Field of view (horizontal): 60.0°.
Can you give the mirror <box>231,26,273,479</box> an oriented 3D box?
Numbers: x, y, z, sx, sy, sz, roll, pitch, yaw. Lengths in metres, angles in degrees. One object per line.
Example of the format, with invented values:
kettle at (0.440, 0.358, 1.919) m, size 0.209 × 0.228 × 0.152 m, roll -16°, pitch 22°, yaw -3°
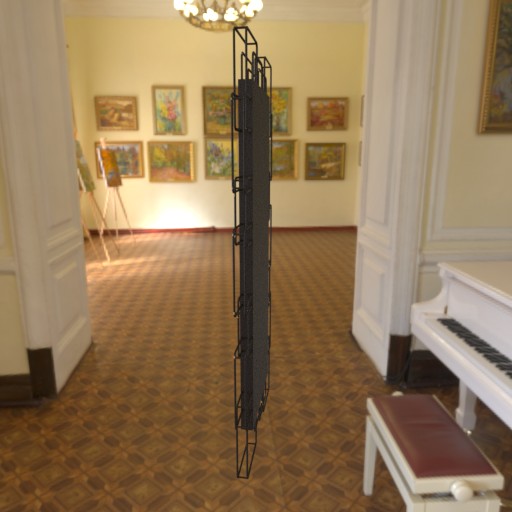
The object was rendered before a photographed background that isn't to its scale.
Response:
mirror at (0.000, 0.000, 1.381) m, size 0.037 × 1.192 × 0.565 m, roll 2°, pitch 13°, yaw 8°
